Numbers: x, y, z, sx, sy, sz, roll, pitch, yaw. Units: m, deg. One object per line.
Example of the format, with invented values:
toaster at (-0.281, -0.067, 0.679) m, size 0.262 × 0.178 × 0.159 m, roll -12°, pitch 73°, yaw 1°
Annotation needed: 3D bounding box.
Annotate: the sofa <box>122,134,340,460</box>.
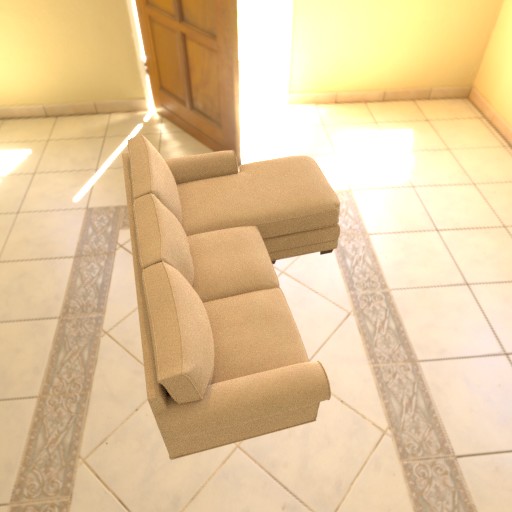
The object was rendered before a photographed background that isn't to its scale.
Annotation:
sofa at (0.000, 0.000, 2.382) m, size 1.226 × 0.734 × 1.770 m, roll -11°, pitch 47°, yaw -10°
